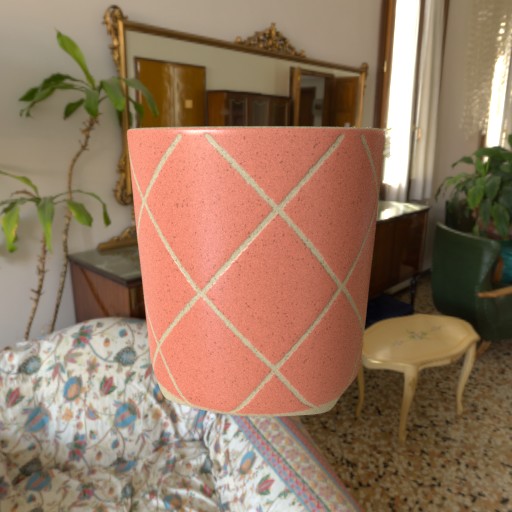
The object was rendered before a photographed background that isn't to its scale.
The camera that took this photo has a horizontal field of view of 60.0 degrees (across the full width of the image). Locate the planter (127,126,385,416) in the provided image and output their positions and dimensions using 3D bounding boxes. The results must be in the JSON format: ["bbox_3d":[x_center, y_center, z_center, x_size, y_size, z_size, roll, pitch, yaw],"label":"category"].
[{"bbox_3d":[0.000,0.000,0.365,0.191,0.200,0.191,0,15,0],"label":"planter"}]
